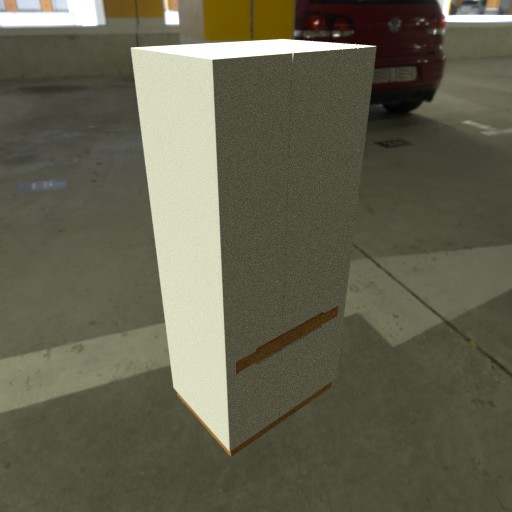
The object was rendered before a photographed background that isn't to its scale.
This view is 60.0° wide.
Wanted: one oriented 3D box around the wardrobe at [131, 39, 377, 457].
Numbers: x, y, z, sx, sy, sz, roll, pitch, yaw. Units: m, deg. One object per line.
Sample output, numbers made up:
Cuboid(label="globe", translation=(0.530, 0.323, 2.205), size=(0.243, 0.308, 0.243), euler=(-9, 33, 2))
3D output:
Cuboid(label="wardrobe", translation=(0.000, 0.000, 2.386), size=(0.860, 2.040, 0.600), euler=(-22, 36, -34))
